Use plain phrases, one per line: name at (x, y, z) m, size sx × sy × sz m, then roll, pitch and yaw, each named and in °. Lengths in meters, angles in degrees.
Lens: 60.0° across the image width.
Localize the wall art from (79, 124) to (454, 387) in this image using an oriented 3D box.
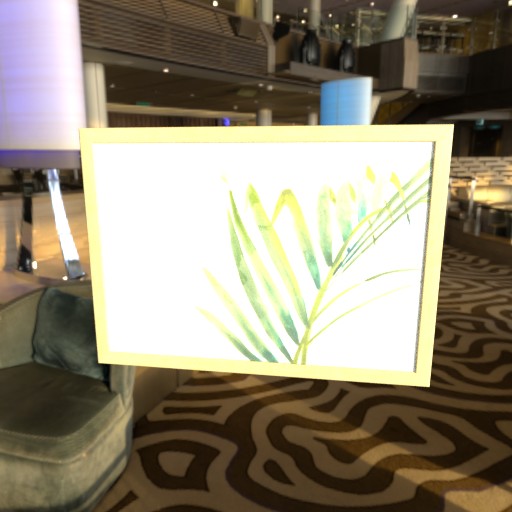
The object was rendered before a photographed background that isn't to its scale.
wall art at (0.000, 0.000, 0.680) m, size 0.533 × 0.381 × 0.032 m, roll 2°, pitch 13°, yaw 8°
